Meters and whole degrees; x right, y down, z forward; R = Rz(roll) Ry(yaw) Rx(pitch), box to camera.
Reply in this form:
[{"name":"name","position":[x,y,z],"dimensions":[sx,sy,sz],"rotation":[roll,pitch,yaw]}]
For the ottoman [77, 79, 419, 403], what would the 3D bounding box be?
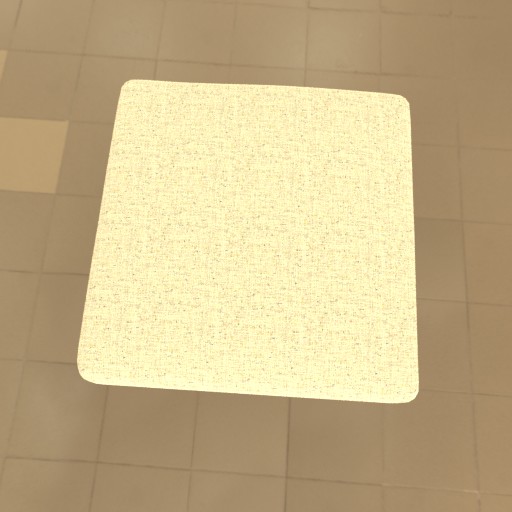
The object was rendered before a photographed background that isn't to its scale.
[{"name":"ottoman","position":[0.000,0.000,0.888],"dimensions":[0.512,0.453,0.521],"rotation":[3,75,1]}]
